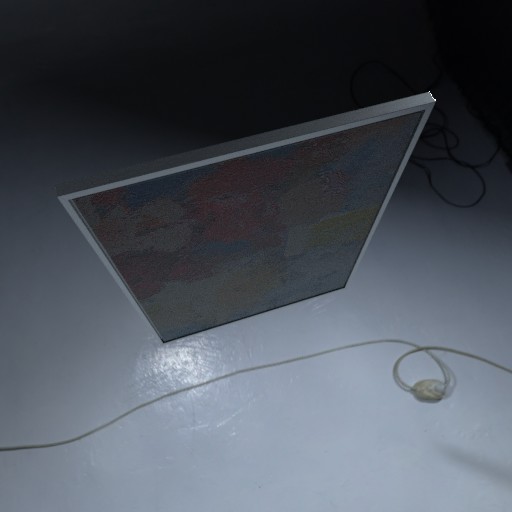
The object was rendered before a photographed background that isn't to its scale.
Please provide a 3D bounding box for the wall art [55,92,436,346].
[{"bbox_3d":[0.000,0.000,1.383,0.816,1.046,0.030,-16,64,-8],"label":"wall art"}]
